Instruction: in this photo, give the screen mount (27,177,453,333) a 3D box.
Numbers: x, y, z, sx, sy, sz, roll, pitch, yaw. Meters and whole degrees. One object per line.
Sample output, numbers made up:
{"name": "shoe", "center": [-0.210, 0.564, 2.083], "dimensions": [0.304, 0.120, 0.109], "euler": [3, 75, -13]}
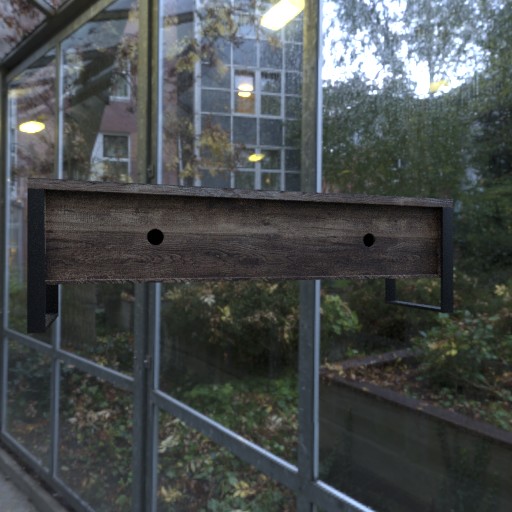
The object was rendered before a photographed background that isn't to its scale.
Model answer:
{"name": "screen mount", "center": [0.000, 0.000, 1.708], "dimensions": [1.524, 0.450, 0.395], "euler": [0, 0, -19]}
